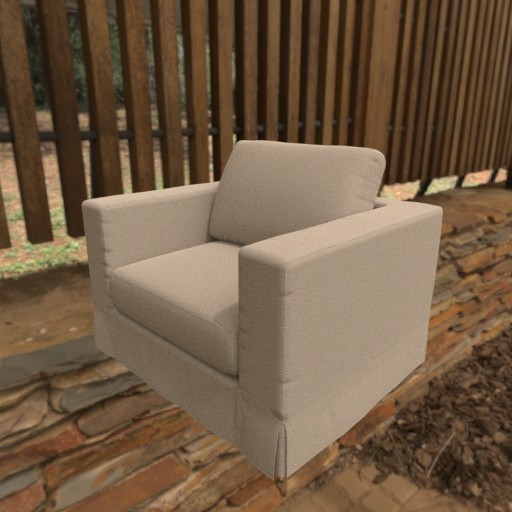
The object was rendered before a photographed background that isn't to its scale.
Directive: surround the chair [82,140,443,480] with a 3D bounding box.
[{"bbox_3d":[0.000,0.000,1.811,1.150,0.878,0.957,17,25,42],"label":"chair"}]
